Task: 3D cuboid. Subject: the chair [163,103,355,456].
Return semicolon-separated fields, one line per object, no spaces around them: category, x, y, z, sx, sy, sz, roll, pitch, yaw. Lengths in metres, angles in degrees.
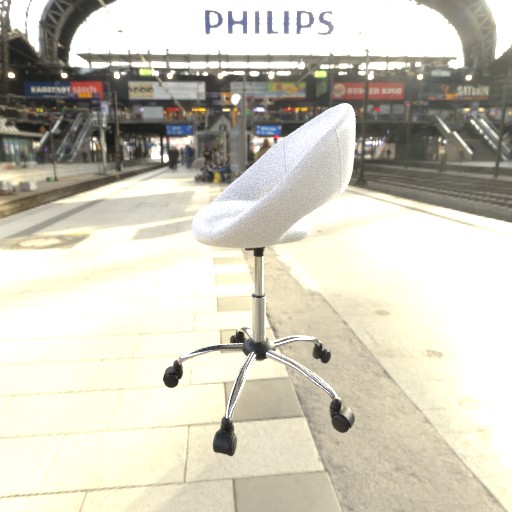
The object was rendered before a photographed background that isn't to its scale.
chair;0.000;0.000;1.205;0.538;0.791;0.612;-2;14;-8
